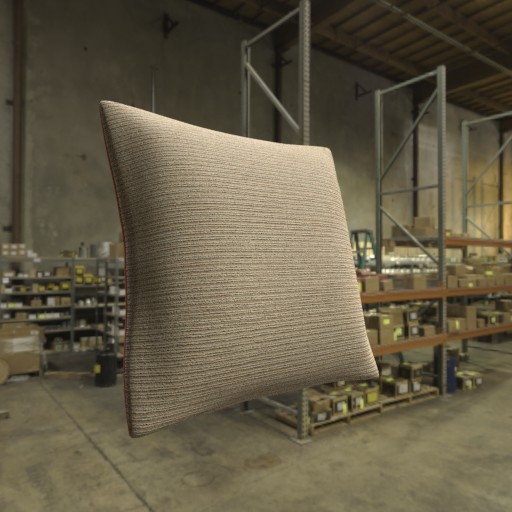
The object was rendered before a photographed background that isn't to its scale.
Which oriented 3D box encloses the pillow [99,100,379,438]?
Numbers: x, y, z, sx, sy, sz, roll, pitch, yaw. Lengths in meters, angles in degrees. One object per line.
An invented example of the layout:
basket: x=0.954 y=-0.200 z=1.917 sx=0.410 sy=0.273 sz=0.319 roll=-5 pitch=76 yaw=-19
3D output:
pillow: x=0.000 y=0.000 z=0.651 sx=0.424 sy=0.401 sz=0.177 roll=0 pitch=-1 yaw=-37
